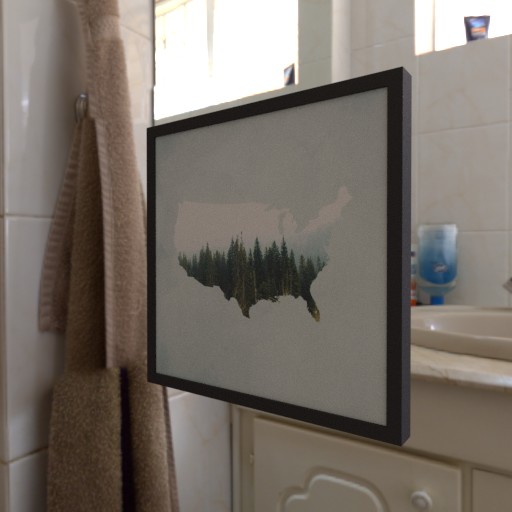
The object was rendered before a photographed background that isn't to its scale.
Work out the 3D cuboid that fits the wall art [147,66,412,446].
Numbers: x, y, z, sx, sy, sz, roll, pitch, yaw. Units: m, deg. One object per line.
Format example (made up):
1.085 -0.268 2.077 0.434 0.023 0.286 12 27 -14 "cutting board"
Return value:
0.000 0.000 0.757 0.509 0.509 0.040 0 1 35 "wall art"
